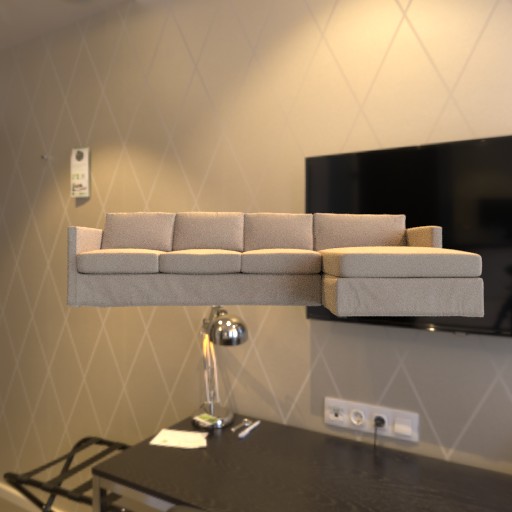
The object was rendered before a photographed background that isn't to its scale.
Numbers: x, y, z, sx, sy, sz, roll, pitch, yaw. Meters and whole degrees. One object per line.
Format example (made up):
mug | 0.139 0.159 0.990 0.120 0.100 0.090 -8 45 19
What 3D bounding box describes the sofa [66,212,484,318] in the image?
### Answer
sofa | 0.000 0.000 3.852 3.206 0.871 1.622 0 1 0
